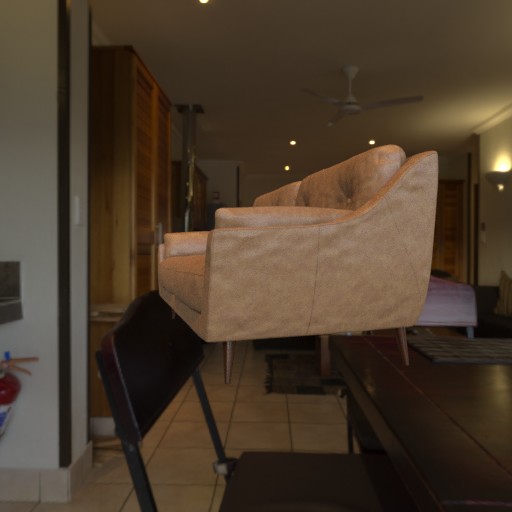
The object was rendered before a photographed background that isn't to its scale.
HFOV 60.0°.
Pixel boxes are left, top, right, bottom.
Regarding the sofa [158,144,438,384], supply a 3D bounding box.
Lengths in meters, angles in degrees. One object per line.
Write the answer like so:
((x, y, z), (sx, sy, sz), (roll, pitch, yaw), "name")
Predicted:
((0.000, 0.000, 2.306), (0.904, 0.839, 1.902), (0, 0, -17), "sofa")
